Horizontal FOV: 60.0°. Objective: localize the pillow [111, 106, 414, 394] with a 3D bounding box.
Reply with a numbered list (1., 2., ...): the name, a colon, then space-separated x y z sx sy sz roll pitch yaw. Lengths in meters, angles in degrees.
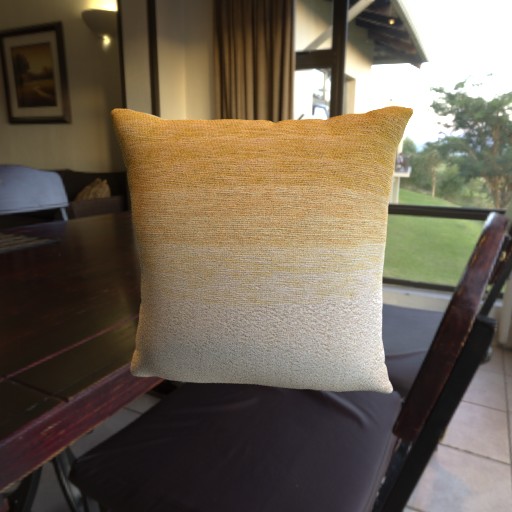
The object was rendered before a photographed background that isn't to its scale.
1. pillow: 0.000 0.000 0.704 0.450 0.450 0.211 2 14 8
